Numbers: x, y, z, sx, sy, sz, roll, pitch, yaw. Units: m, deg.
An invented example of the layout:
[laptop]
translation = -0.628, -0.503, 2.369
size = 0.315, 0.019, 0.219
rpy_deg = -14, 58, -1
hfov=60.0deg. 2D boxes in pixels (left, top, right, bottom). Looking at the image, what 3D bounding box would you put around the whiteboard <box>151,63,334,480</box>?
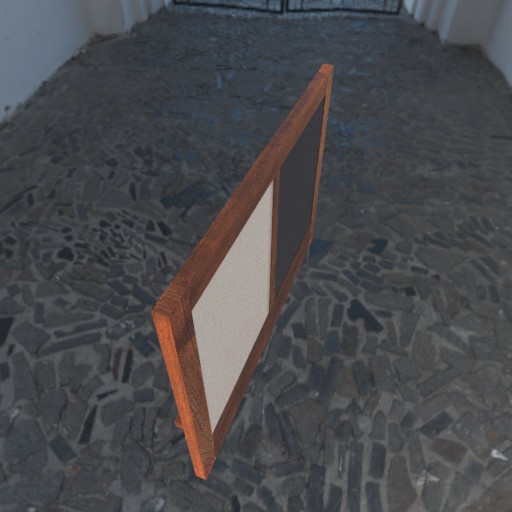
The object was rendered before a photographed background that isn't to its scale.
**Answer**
[whiteboard]
translation = 0.000, 0.000, 0.973
size = 0.083, 0.553, 0.768
rpy_deg = 16, 47, 15
